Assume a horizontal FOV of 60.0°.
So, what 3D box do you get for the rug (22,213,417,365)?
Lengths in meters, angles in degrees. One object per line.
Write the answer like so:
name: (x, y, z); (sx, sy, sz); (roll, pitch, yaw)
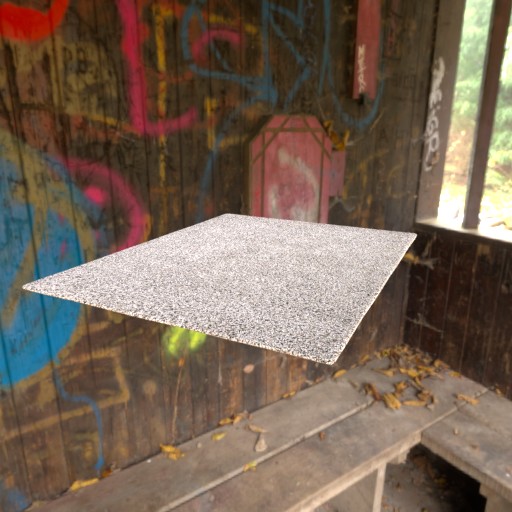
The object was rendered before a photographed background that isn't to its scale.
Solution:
rug: (0.000, 0.000, 4.112); (2.438, 0.029, 3.047); (8, 19, 26)
